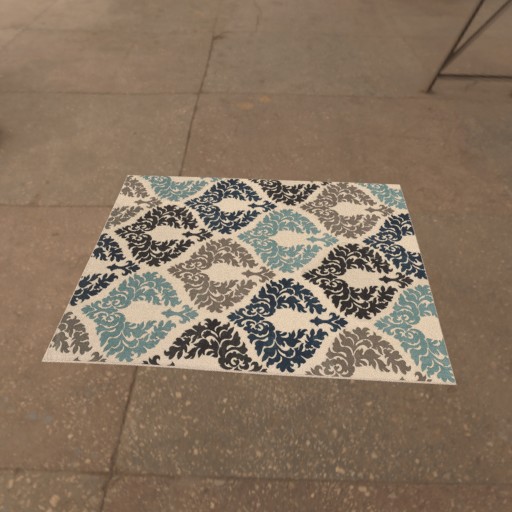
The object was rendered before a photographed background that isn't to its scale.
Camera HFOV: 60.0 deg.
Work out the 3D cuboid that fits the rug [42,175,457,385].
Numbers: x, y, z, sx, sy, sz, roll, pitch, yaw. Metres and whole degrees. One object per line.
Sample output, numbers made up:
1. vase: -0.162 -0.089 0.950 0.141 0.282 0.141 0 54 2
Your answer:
1. rug: 0.000 0.000 4.077 3.040 0.014 2.423 2 45 2
